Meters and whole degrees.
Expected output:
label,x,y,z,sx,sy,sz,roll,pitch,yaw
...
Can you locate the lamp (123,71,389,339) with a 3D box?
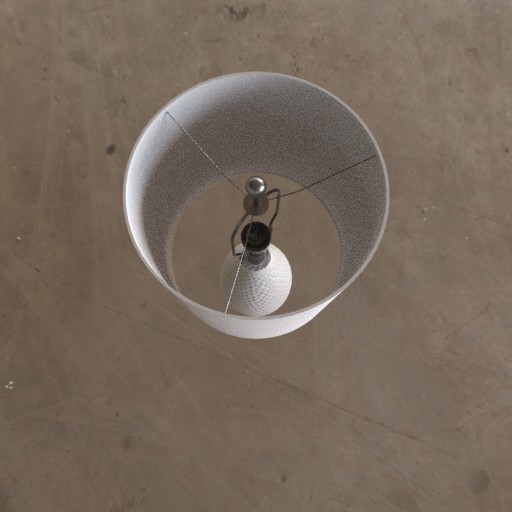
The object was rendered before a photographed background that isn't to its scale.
label,x,y,z,sx,sy,sz,roll,pitch,yaw
lamp,0.000,0.000,0.575,0.214,0.466,0.214,42,79,10
